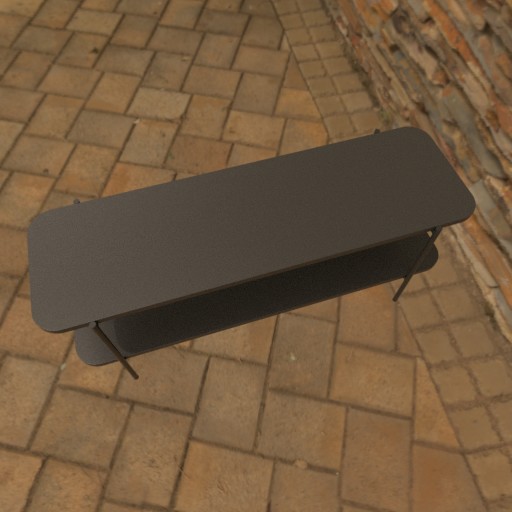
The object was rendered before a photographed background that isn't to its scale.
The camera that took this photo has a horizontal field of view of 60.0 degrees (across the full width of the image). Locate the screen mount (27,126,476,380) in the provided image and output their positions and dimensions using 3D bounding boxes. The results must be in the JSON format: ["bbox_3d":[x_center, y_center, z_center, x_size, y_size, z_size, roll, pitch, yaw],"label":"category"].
[{"bbox_3d":[0.000,0.000,1.401,1.200,0.447,0.400,-15,60,-9],"label":"screen mount"}]
